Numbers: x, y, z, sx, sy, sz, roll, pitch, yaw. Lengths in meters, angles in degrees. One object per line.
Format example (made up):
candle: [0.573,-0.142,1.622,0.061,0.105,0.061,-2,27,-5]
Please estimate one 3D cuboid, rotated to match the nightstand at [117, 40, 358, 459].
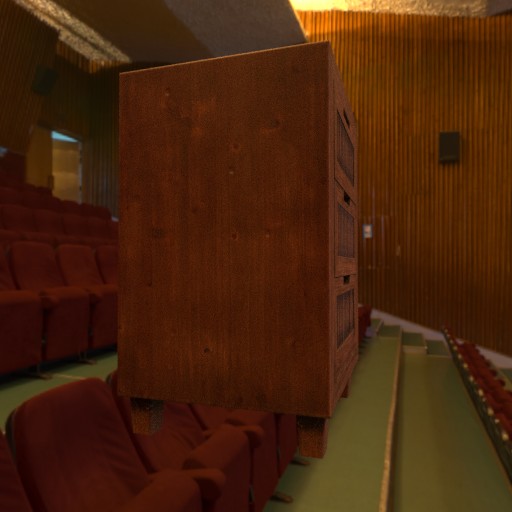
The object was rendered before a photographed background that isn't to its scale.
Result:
nightstand: [0.000,0.000,1.000,0.410,0.695,0.465,0,-1,18]
